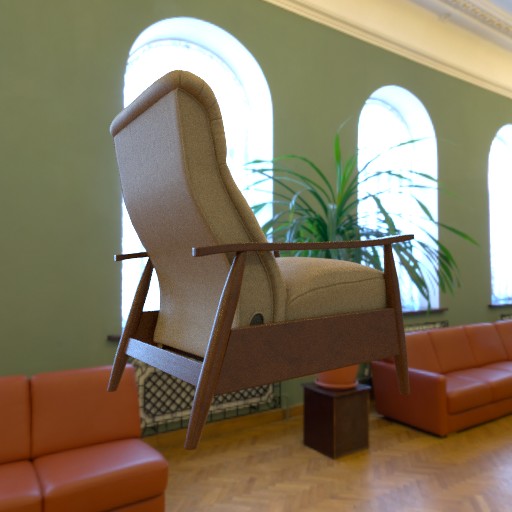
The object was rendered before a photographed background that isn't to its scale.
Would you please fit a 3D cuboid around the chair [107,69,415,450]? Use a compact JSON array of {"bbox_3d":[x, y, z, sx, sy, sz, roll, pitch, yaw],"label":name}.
[{"bbox_3d":[0.000,0.000,1.780,1.030,1.082,0.762,1,-2,-35],"label":"chair"}]
